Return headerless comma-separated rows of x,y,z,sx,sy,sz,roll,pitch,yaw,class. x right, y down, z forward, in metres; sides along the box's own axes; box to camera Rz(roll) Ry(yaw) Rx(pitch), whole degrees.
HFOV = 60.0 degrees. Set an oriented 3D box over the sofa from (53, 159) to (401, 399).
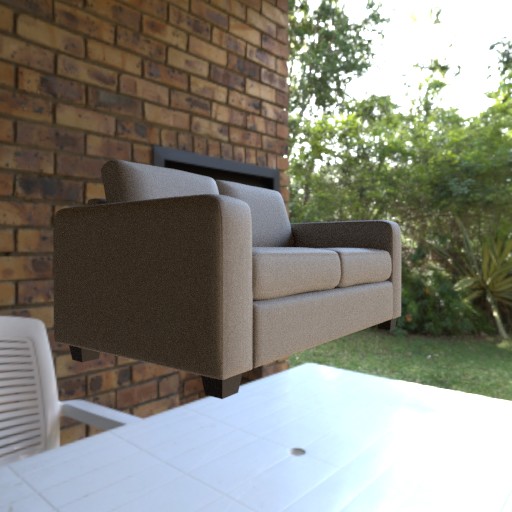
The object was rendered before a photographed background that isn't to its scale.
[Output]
0.000,0.000,2.097,0.900,0.800,1.540,1,1,36,sofa
